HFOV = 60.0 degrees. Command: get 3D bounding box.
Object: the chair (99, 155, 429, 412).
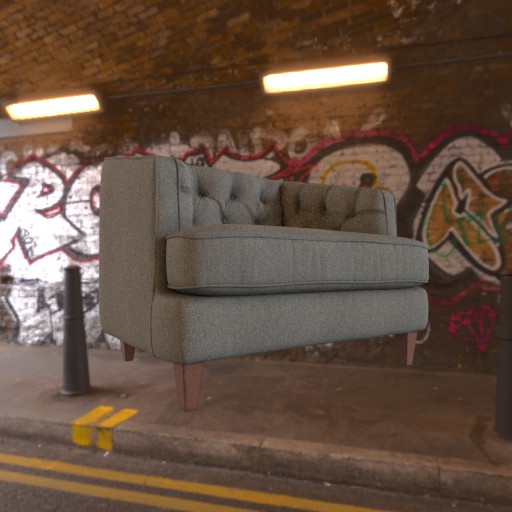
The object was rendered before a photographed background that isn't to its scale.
[{"bbox_3d":[0.000,0.000,1.761,1.094,0.852,0.945,1,-2,-35],"label":"chair"}]
